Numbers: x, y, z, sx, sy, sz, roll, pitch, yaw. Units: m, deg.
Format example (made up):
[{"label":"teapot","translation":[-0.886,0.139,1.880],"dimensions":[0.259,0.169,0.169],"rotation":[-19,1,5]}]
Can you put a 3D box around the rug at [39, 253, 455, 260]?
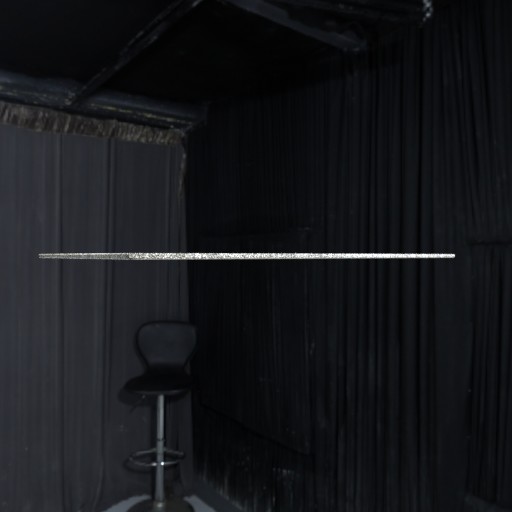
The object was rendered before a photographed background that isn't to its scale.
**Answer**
[{"label":"rug","translation":[0.000,0.000,2.952],"dimensions":[2.350,0.025,1.502],"rotation":[0,0,-38]}]
